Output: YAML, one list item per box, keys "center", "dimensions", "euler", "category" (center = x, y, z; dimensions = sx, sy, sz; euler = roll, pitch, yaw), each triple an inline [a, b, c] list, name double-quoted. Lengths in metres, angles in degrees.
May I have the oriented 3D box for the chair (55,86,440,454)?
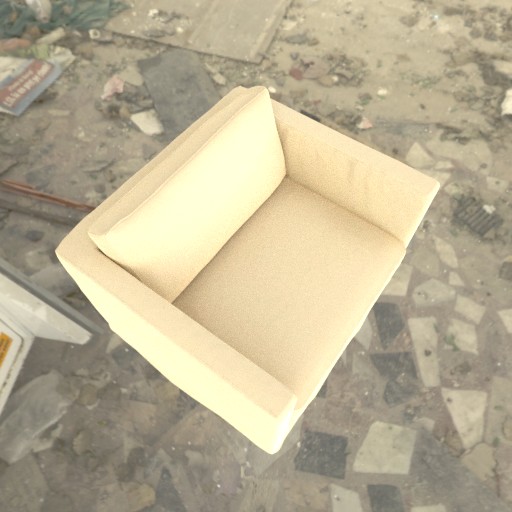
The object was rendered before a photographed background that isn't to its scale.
- center: [0.000, 0.000, 1.757]
  dimensions: [0.947, 0.851, 1.057]
  euler: [32, 64, 18]
  category: "chair"
